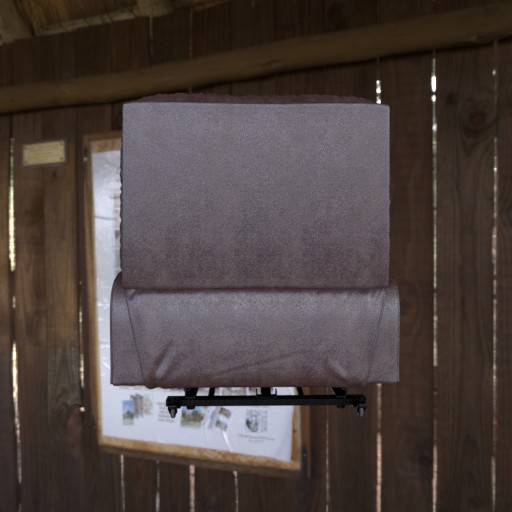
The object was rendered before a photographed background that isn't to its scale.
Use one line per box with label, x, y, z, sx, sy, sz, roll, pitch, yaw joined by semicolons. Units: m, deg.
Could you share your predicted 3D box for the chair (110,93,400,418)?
chair;0.000;0.000;1.723;0.940;1.041;0.879;0;0;-1
